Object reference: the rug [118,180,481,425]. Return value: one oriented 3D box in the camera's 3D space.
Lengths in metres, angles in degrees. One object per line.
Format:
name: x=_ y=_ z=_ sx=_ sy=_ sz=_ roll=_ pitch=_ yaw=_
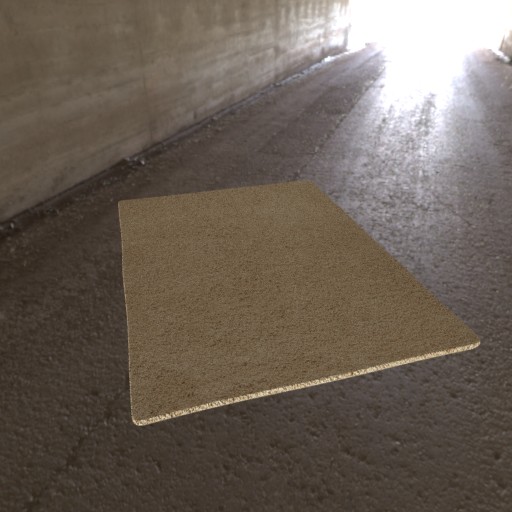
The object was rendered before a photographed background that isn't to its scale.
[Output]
rug: x=0.000 y=0.000 z=2.065 sx=1.199 sy=0.025 sz=1.600 roll=-9 pitch=32 yaw=-14
